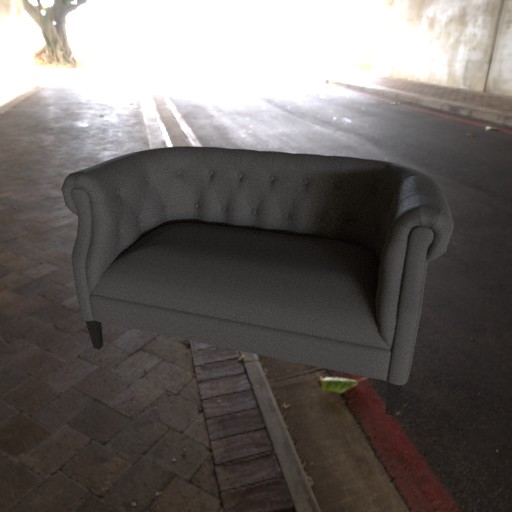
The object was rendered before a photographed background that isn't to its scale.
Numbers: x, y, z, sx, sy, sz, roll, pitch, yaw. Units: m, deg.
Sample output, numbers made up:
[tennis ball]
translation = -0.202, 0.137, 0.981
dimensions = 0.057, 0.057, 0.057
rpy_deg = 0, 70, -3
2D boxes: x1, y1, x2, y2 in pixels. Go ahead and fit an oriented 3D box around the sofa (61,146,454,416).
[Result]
[sofa]
translation = 0.000, 0.000, 2.056
dimensions = 1.558, 0.827, 0.835
rpy_deg = 8, 27, 16
